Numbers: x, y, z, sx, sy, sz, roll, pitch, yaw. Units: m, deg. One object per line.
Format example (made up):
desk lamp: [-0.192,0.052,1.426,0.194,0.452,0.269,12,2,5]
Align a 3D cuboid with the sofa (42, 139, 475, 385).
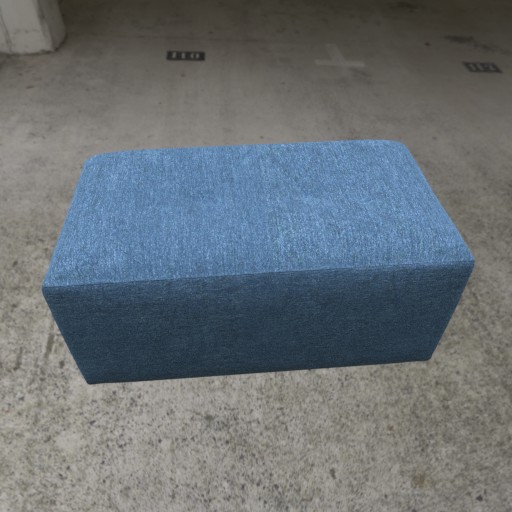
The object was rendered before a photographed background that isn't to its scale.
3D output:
sofa: [0.000,0.000,1.197,0.930,0.470,0.480,-3,45,-3]
